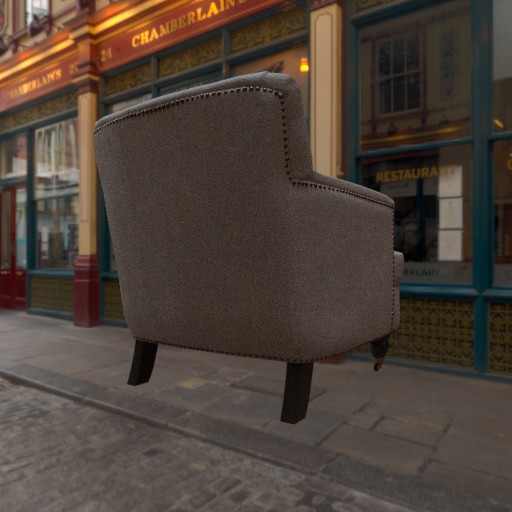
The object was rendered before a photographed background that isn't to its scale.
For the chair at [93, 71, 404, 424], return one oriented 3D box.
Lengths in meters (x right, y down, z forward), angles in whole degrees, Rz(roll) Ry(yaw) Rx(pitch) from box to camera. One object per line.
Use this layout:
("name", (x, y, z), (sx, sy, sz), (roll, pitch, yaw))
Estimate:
("chair", (0.000, 0.000, 1.478), (0.737, 0.823, 0.902), (-1, -1, 35))
